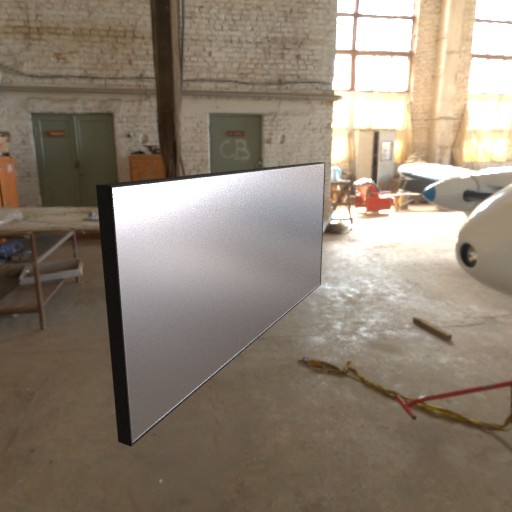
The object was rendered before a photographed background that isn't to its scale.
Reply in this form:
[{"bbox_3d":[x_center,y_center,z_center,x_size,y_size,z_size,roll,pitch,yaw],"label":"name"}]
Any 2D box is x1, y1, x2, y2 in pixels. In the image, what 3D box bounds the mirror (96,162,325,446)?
[{"bbox_3d":[0.000,0.000,1.795,0.047,0.692,1.584,7,16,26],"label":"mirror"}]
